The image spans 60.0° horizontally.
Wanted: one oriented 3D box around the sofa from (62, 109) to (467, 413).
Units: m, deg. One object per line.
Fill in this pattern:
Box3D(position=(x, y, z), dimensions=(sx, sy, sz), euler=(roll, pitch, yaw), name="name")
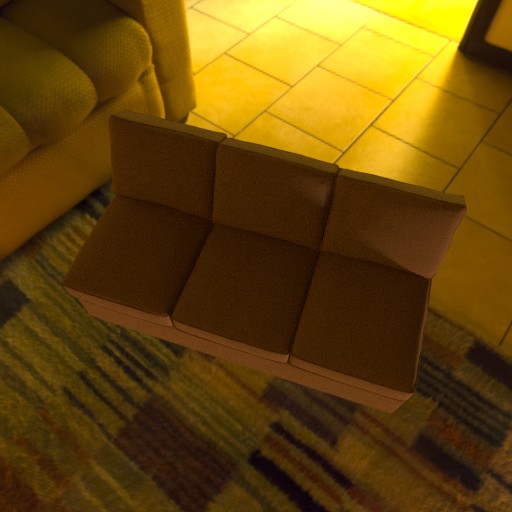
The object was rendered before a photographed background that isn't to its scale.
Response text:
Box3D(position=(0.000, 0.000, 2.697), dimensions=(2.092, 1.036, 1.127), euler=(16, 59, 10), name="sofa")
